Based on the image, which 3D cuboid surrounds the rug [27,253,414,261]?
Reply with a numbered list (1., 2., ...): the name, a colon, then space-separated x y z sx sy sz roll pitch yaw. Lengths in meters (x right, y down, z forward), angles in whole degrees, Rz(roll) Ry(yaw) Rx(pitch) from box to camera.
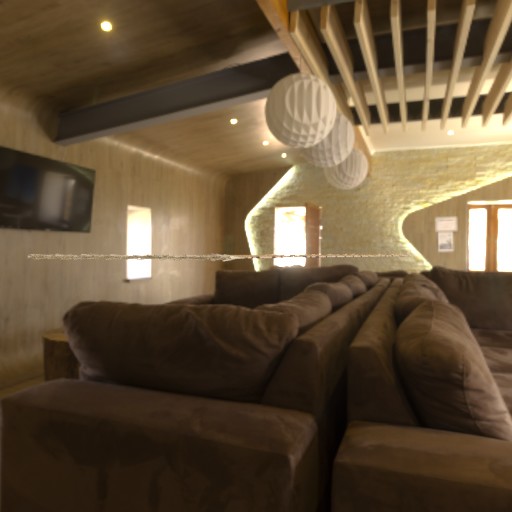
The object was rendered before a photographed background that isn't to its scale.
1. rug: 0.000 0.000 2.533 1.224 0.028 2.023 0 0 35
